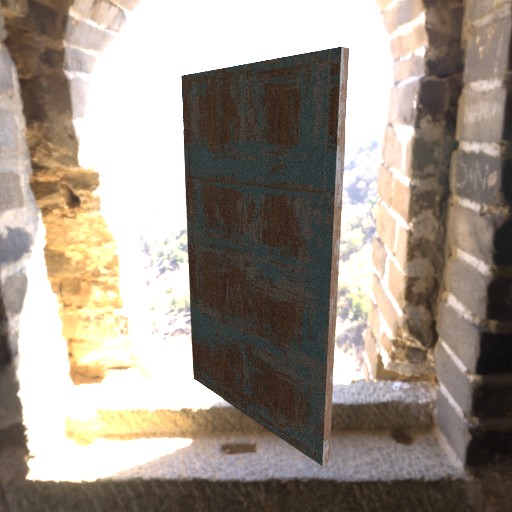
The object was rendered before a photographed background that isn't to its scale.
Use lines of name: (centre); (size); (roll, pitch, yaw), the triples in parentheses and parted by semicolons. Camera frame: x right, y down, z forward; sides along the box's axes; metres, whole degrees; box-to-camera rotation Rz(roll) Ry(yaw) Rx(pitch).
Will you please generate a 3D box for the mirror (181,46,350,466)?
mirror: (0.000, 0.000, 1.515); (0.083, 1.213, 0.707); (-13, 20, -41)
